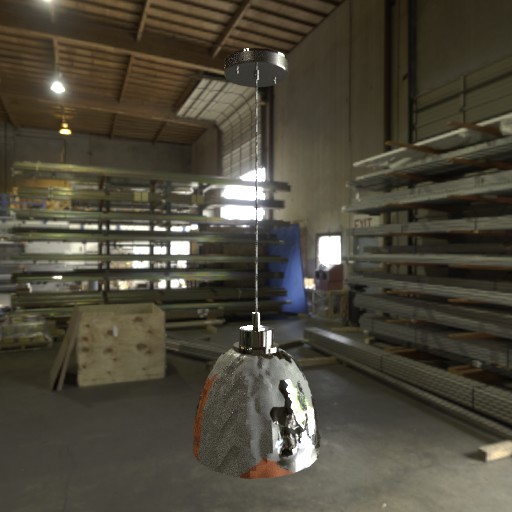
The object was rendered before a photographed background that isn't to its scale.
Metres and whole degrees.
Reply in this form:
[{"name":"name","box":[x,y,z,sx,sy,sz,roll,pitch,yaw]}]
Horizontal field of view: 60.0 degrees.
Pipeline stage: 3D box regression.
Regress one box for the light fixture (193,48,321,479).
[{"name":"light fixture","box":[0.000,0.000,1.743,0.496,1.511,0.500,0,1,-35]}]
